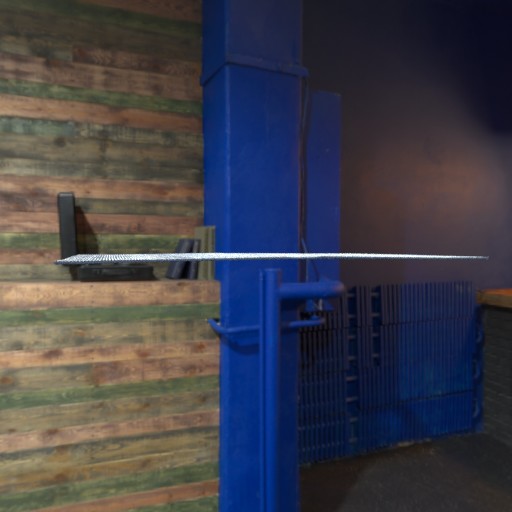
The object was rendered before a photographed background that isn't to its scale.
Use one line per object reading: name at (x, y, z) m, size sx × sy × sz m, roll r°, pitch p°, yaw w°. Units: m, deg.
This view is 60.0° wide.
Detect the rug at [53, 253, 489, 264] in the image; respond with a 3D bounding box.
rug at (0.000, 0.000, 2.994) m, size 2.349 × 0.030 × 1.624 m, roll 0°, pitch 1°, yaw -18°
